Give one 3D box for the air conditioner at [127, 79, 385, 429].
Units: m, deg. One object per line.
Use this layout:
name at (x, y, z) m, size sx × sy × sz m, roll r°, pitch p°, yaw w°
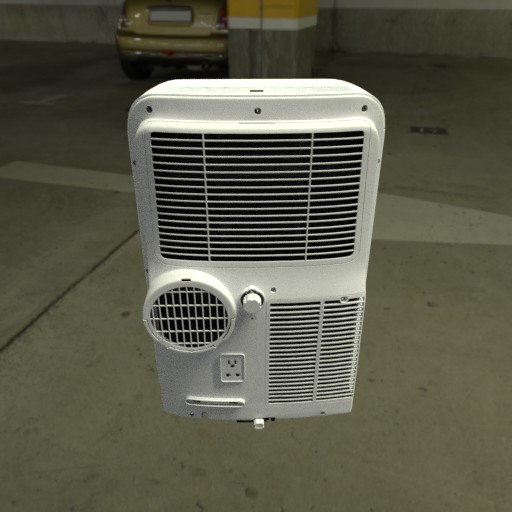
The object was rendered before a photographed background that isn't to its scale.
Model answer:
air conditioner at (0.000, 0.000, 0.940) m, size 0.454 × 0.700 × 0.365 m, roll -1°, pitch 31°, yaw -1°
